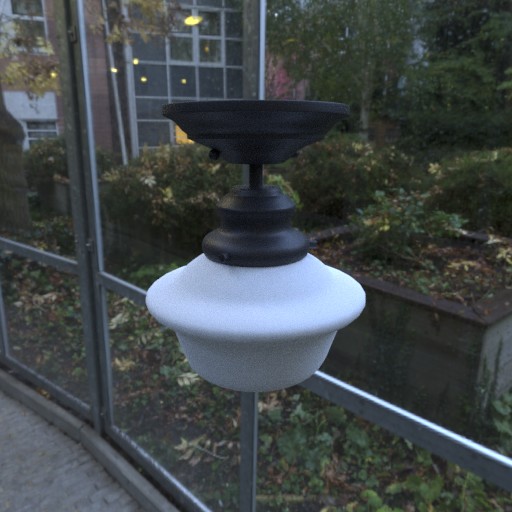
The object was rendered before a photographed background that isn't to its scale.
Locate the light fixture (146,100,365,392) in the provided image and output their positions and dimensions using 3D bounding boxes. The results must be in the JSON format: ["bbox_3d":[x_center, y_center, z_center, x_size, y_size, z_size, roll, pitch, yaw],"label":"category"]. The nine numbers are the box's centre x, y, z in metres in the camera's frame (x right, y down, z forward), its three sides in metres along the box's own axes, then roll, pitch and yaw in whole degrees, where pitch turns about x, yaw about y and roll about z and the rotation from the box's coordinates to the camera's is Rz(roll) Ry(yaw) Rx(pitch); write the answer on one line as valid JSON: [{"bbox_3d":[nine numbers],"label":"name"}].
[{"bbox_3d":[0.000,0.000,0.398,0.197,0.254,0.197,0,15,0],"label":"light fixture"}]
